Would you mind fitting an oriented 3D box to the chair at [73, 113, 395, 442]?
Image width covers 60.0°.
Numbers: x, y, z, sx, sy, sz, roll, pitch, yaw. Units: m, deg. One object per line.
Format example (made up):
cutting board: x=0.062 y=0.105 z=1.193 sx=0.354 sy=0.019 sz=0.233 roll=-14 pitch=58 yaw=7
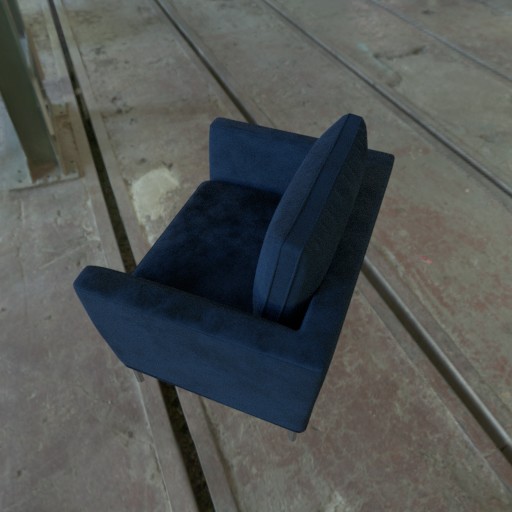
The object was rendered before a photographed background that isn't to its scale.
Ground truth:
chair: x=0.000 y=0.000 z=1.608 sx=0.746 sy=0.893 sz=0.977 roll=16 pitch=49 yaw=15
